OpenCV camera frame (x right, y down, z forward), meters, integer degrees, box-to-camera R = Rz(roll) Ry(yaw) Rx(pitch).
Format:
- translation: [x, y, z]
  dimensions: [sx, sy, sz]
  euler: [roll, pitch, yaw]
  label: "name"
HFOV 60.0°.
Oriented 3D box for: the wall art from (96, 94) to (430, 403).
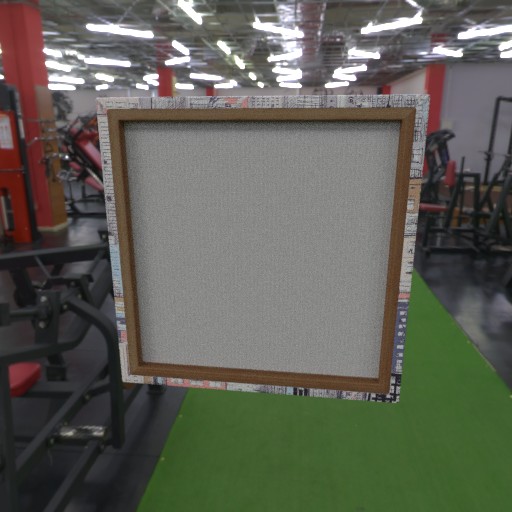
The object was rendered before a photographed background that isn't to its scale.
- translation: [0.000, 0.000, 1.124]
  dimensions: [0.761, 0.762, 0.048]
  euler: [2, 16, 7]
  label: "wall art"
